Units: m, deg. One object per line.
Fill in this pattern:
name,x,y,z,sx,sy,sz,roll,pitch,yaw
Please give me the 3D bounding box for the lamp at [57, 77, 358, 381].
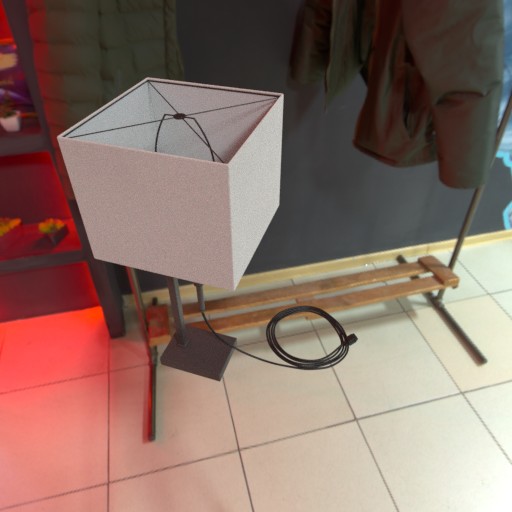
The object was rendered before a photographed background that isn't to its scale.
lamp,0.000,0.000,0.967,0.504,0.660,0.399,12,42,14
